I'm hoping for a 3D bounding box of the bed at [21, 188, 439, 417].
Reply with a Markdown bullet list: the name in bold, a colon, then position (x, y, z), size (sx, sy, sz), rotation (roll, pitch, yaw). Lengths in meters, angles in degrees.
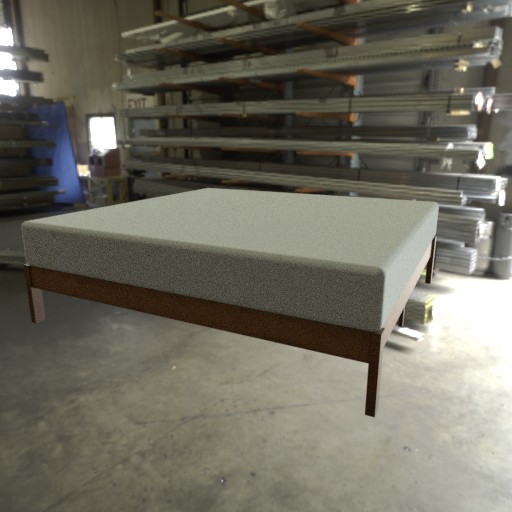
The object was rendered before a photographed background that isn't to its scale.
- **bed**: position (0.000, 0.000, 2.960), size (2.049, 0.616, 1.930), rotation (8, 17, 26)
